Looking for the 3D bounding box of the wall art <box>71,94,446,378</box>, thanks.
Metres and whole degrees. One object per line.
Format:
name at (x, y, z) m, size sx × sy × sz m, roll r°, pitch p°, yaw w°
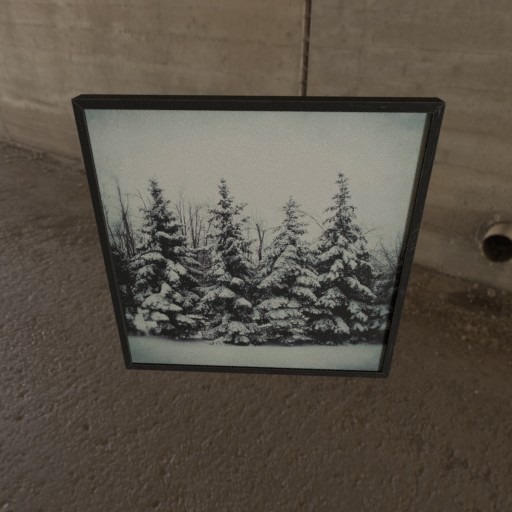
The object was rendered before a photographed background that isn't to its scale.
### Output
wall art at (0.000, 0.000, 0.740) m, size 0.506 × 0.506 × 0.036 m, roll 1°, pitch 30°, yaw 2°
